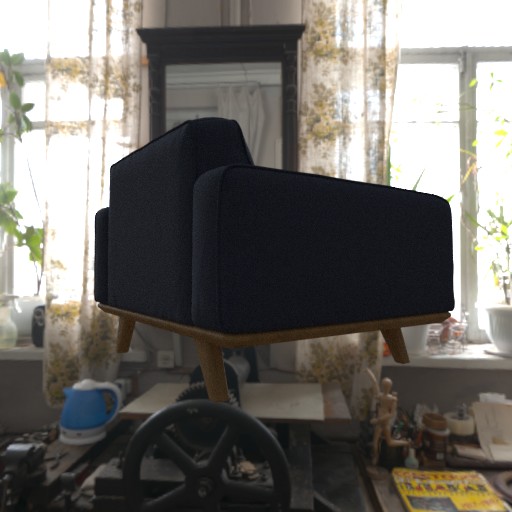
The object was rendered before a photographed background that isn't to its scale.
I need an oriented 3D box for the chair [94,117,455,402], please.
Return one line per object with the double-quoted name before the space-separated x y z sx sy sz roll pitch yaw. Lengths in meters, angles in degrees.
"chair" 0.000 0.000 1.720 0.953 0.783 1.118 1 -1 -35
